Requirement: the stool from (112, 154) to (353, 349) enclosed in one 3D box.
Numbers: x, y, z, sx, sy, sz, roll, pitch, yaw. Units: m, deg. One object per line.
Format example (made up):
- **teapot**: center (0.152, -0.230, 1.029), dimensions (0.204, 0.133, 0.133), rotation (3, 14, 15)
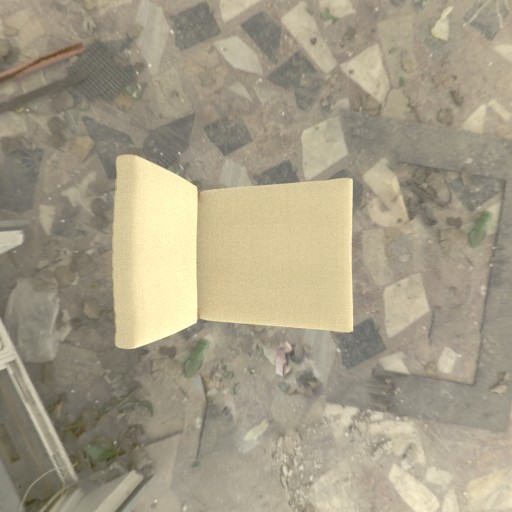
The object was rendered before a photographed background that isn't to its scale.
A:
- **stool**: center (0.000, 0.000, 1.406), dimensions (0.546, 1.143, 0.428), rotation (0, 89, 0)
